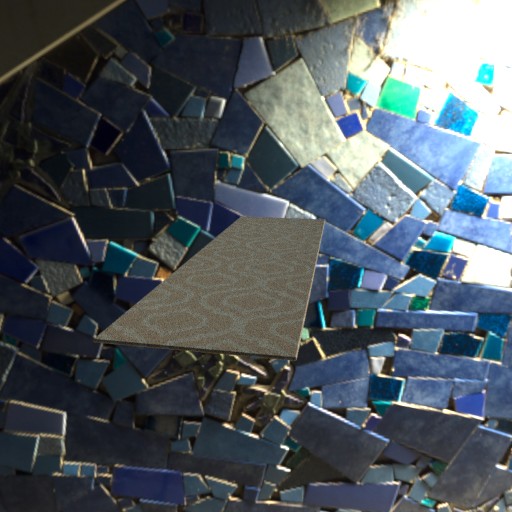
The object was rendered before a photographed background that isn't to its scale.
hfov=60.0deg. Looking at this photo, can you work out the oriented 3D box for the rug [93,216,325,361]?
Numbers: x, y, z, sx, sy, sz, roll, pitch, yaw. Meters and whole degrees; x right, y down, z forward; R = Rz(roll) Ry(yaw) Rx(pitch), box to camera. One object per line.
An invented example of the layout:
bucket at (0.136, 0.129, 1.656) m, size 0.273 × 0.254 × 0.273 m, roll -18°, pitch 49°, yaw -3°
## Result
rug at (0.000, 0.000, 2.517) m, size 0.691 × 0.013 × 2.289 m, roll 3°, pitch 16°, yaw 10°
